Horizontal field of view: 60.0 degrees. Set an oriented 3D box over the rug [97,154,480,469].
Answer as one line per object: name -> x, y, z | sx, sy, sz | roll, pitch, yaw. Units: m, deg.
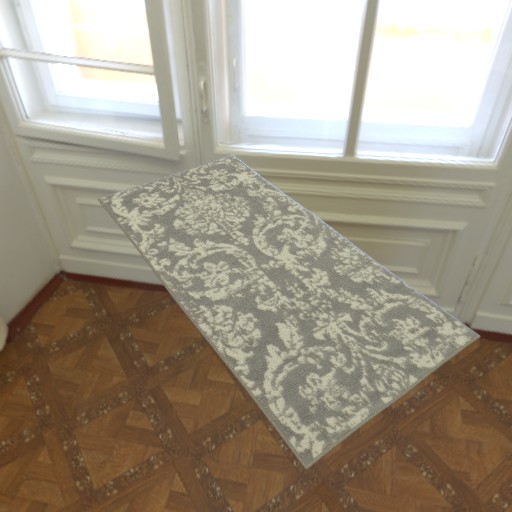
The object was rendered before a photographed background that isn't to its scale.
rug -> 0.000, 0.000, 1.422 | 0.604, 0.007, 1.219 | -25, 47, -26
